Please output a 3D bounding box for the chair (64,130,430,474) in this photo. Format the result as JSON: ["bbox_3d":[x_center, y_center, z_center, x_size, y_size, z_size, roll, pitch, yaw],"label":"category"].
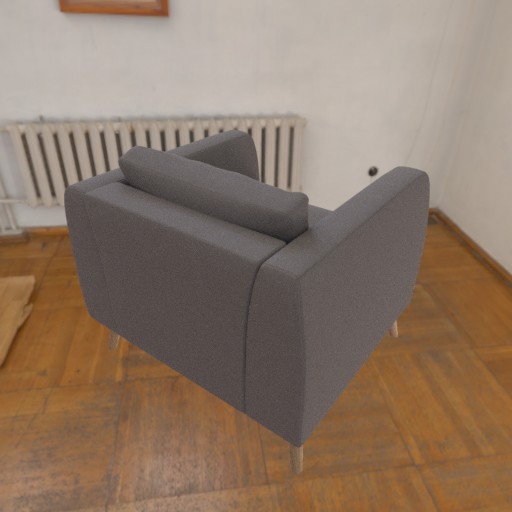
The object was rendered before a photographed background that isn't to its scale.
[{"bbox_3d":[0.000,0.000,1.698,1.000,0.860,0.930,21,37,31],"label":"chair"}]
